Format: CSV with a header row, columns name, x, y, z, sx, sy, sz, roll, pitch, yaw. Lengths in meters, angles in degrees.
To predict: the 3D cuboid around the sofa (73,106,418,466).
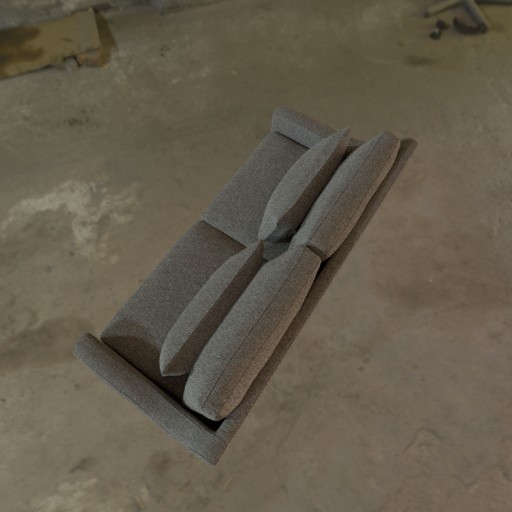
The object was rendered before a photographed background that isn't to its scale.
name,x,y,z,sx,sy,sz,roll,pitch,yaw
sofa,0.000,0.000,2.997,1.103,0.998,2.418,30,67,14
